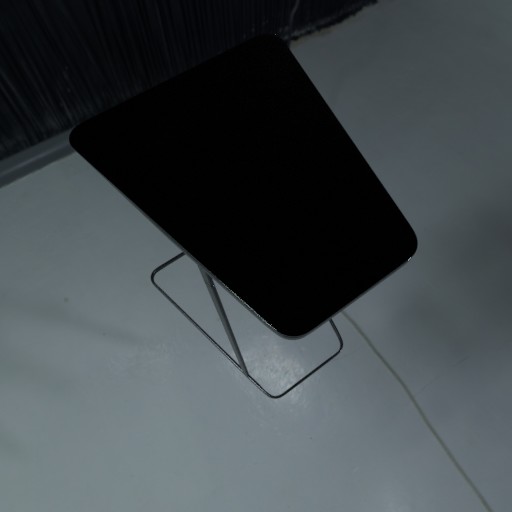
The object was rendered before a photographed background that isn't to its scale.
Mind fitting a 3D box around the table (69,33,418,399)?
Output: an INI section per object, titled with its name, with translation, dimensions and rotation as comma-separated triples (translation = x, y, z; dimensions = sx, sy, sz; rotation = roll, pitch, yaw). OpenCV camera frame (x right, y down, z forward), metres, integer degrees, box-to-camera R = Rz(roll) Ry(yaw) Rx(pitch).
[table]
translation = 0.000, 0.000, 0.977
dimensions = 0.427, 0.624, 0.500
rotation = -33, 69, -14
